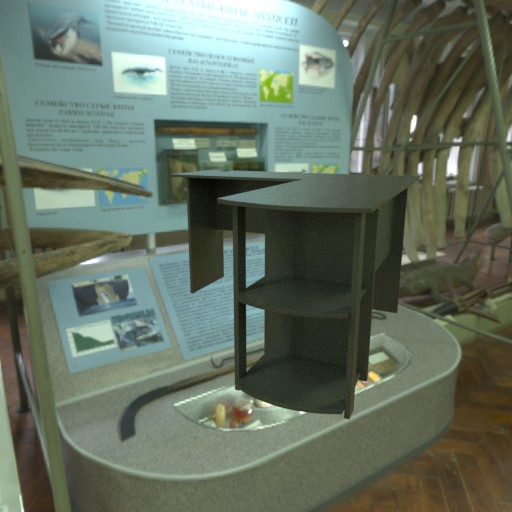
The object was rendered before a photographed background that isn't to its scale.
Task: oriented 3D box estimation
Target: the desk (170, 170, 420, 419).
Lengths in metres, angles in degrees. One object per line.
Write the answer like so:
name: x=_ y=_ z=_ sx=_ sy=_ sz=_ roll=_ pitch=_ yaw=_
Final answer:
desk: x=0.000 y=0.000 z=2.142 sx=1.303 sy=0.716 sz=1.361 roll=7 pitch=16 yaw=25
